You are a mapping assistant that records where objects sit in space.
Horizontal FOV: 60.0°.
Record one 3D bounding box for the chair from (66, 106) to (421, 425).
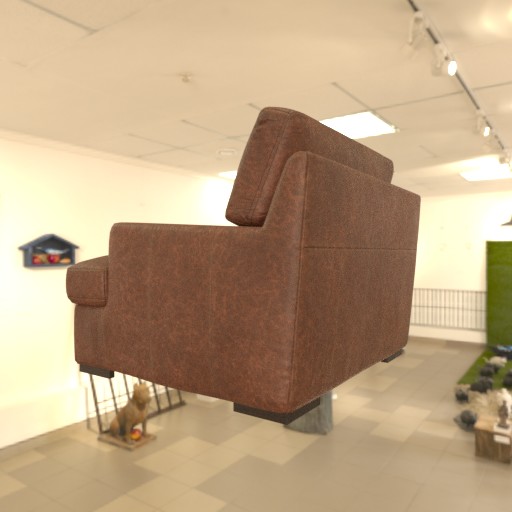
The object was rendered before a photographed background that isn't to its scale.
[{"bbox_3d":[0.000,0.000,1.948,1.143,0.939,1.168,0,0,35],"label":"chair"}]
